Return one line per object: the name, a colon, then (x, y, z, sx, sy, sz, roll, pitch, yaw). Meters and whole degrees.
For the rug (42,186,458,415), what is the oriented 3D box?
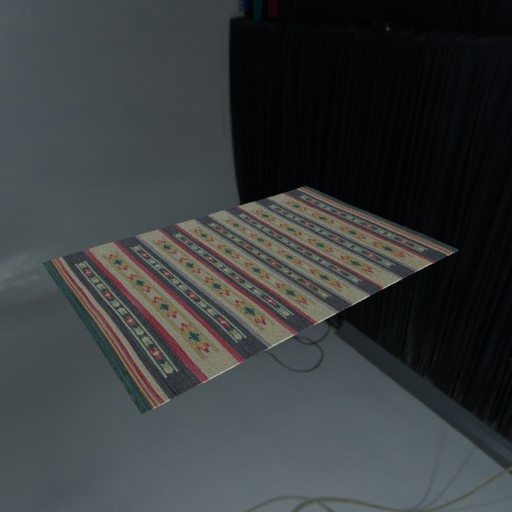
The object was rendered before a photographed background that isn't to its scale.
rug: (0.000, 0.000, 2.937, 2.311, 0.010, 1.522, -20, 36, -31)
